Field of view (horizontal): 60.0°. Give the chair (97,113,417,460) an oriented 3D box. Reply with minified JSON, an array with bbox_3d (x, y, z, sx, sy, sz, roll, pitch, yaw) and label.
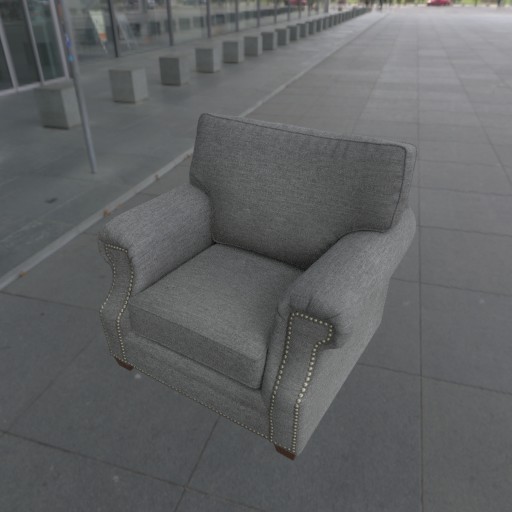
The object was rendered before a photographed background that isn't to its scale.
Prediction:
[{"bbox_3d":[0.000,0.000,1.843,1.092,0.961,0.965,18,35,27],"label":"chair"}]
